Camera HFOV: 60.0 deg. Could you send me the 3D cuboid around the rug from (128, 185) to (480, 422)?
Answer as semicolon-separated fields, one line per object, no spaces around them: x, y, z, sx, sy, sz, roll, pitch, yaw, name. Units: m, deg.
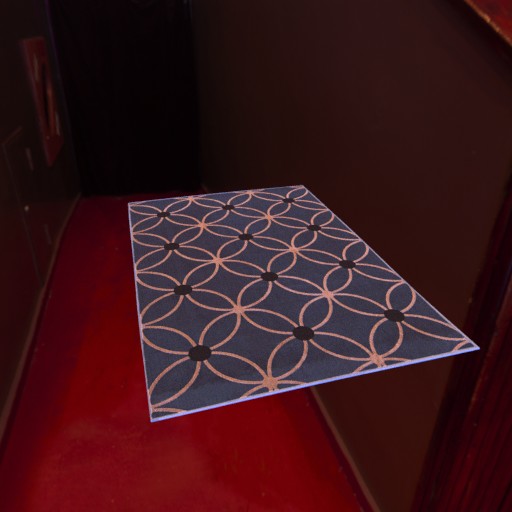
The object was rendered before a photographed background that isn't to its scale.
0.000;0.000;2.842;1.522;0.008;2.284;-8;30;-14;rug
